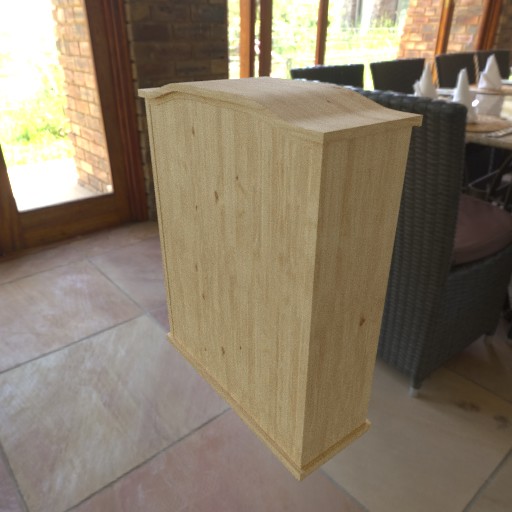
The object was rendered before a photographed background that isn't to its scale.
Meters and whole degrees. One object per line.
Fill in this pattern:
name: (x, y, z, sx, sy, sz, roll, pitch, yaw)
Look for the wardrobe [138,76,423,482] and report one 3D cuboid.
wardrobe: (0.000, 0.000, 2.570, 0.570, 1.870, 1.500, -19, 33, -33)
